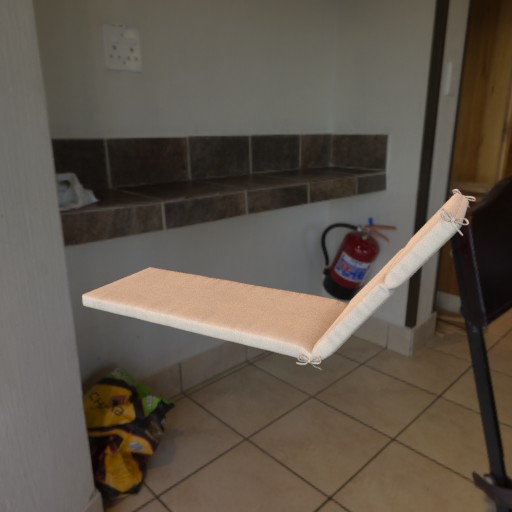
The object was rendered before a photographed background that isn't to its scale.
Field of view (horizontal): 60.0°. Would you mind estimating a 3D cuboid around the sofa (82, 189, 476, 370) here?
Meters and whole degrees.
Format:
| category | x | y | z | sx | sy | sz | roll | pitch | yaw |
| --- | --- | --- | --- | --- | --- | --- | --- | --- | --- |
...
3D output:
| category | x | y | z | sx | sy | sz | roll | pitch | yaw |
| --- | --- | --- | --- | --- | --- | --- | --- | --- | --- |
| sofa | 0.000 | 0.000 | 1.948 | 1.663 | 0.622 | 0.582 | 8 | 18 | 26 |
